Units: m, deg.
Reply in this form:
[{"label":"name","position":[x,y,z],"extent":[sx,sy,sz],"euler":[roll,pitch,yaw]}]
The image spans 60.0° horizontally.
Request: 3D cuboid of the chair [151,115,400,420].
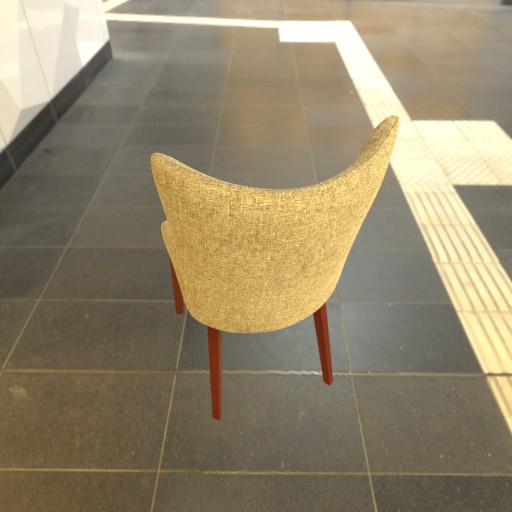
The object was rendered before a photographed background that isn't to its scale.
[{"label":"chair","position":[0.000,0.000,1.307],"extent":[0.535,0.924,0.623],"euler":[-13,42,-14]}]
